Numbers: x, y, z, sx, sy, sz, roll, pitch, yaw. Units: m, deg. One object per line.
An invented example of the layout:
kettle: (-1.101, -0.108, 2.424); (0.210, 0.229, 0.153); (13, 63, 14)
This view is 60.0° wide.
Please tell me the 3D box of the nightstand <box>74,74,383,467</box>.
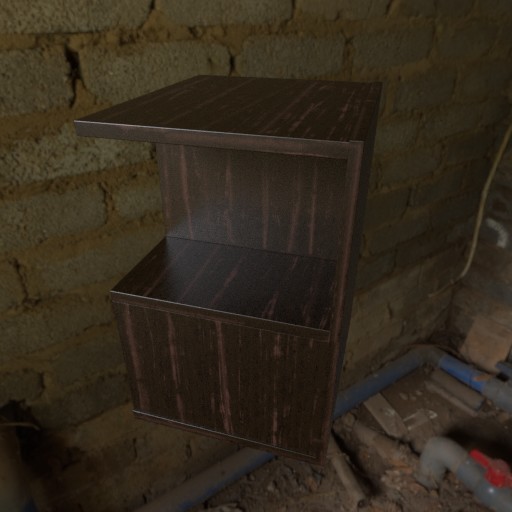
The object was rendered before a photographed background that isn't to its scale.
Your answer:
nightstand: (0.000, 0.000, 0.813); (0.356, 0.559, 0.400); (8, 31, 14)
